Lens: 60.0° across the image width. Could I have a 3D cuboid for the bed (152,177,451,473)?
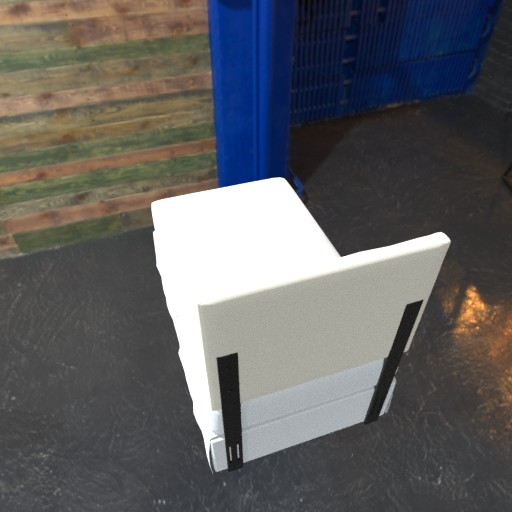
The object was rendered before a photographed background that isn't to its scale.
[{"bbox_3d":[0.000,0.000,2.992,1.261,1.571,1.997,-13,44,-14],"label":"bed"}]
